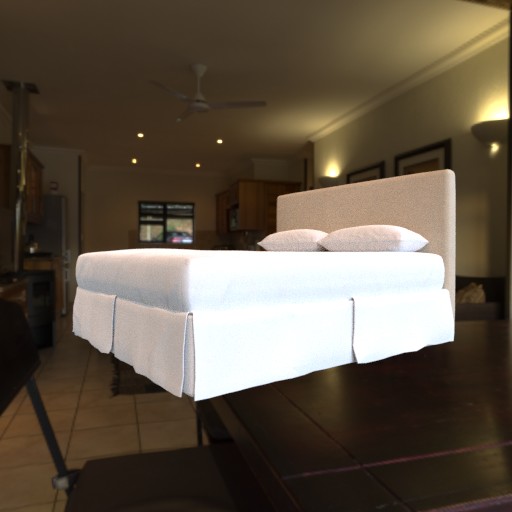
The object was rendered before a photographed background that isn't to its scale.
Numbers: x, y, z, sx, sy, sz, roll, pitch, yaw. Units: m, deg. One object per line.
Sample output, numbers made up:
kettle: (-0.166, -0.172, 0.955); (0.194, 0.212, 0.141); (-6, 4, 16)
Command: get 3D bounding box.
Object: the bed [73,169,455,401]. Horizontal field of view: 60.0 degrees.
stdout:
bed: (0.000, 0.000, 3.469); (2.319, 1.317, 2.119); (0, 1, -36)
